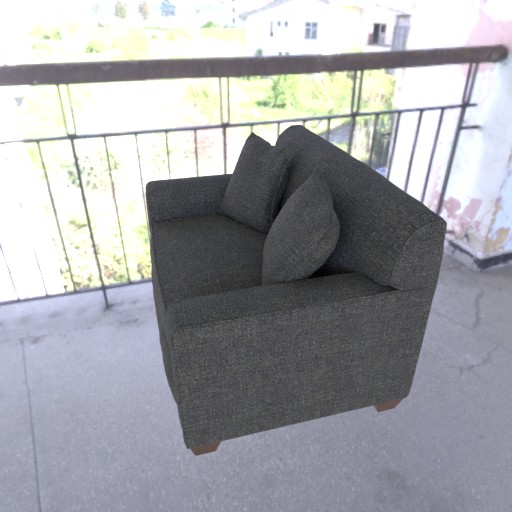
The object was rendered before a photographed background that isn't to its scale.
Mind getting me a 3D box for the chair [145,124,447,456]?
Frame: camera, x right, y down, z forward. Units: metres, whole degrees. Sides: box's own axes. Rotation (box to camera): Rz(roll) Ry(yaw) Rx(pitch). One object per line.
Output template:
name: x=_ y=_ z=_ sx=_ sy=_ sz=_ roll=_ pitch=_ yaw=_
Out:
chair: x=0.000 y=0.000 z=2.129 sx=1.000 sy=0.948 sz=1.383 roll=-8 pitch=31 yaw=-13
